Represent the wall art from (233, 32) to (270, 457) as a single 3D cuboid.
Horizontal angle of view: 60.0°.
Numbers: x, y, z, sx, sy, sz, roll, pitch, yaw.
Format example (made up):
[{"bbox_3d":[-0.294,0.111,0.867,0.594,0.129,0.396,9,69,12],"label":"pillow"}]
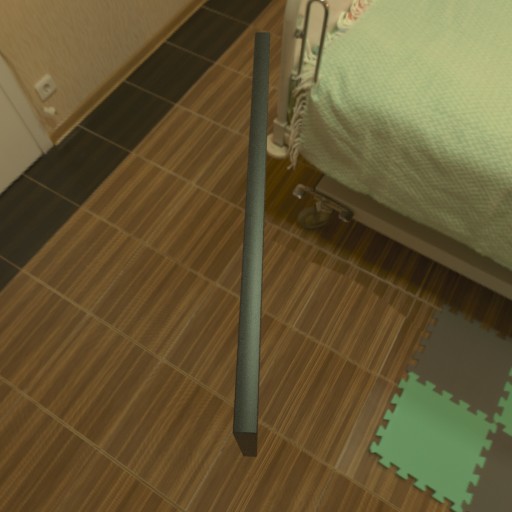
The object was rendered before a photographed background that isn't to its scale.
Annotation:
[{"bbox_3d":[0.000,0.000,1.140,0.038,0.612,0.912,2,63,1],"label":"wall art"}]
